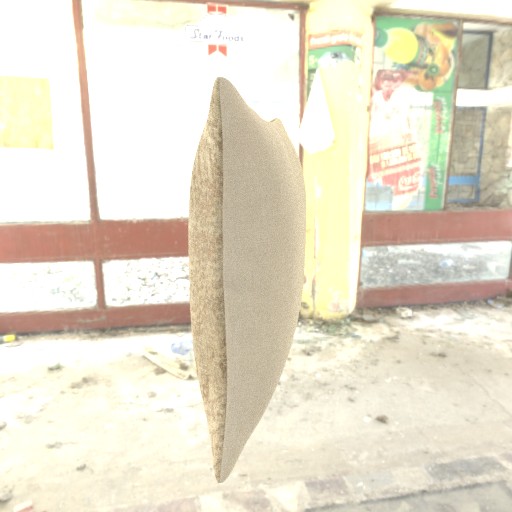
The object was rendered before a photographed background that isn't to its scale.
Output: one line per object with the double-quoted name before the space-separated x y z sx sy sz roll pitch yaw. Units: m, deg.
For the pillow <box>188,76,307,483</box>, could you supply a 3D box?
"pillow" 0.000 0.000 0.782 0.166 0.510 0.523 2 13 10
